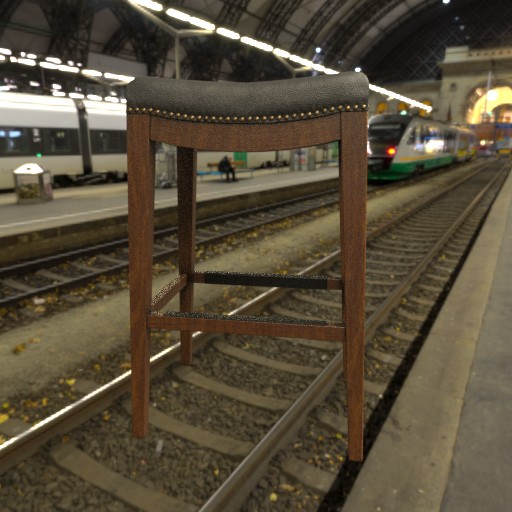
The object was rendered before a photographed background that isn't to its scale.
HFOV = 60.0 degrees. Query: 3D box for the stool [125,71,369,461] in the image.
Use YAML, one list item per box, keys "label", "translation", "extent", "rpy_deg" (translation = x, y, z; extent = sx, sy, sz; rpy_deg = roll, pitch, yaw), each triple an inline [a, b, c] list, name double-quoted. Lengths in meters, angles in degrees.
- label: "stool"
  translation: [0.000, 0.000, 1.028]
  extent: [0.500, 0.765, 0.361]
  rpy_deg: [2, 14, 9]
